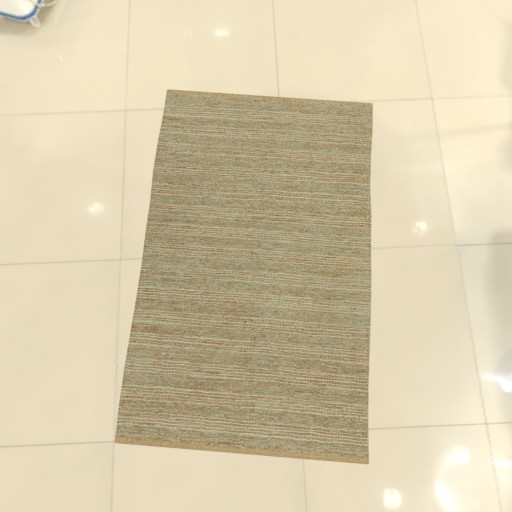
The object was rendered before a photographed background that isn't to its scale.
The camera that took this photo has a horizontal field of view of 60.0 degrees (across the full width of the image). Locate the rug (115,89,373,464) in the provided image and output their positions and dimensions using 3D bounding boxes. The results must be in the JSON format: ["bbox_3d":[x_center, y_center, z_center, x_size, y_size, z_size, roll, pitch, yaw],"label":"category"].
[{"bbox_3d":[0.000,0.000,2.958,1.540,0.012,2.448,4,75,1],"label":"rug"}]
